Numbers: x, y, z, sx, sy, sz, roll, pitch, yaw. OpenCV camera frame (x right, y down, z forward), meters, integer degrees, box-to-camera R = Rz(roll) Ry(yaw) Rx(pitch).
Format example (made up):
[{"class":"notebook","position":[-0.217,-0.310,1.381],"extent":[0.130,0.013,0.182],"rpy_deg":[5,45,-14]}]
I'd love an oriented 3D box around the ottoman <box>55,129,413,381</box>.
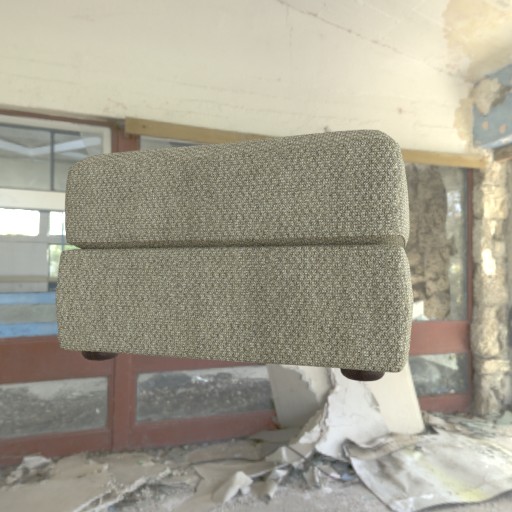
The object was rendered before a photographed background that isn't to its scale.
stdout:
[{"class":"ottoman","position":[0.000,0.000,1.130],"extent":[0.751,0.476,0.603],"rpy_deg":[-1,-2,18]}]
